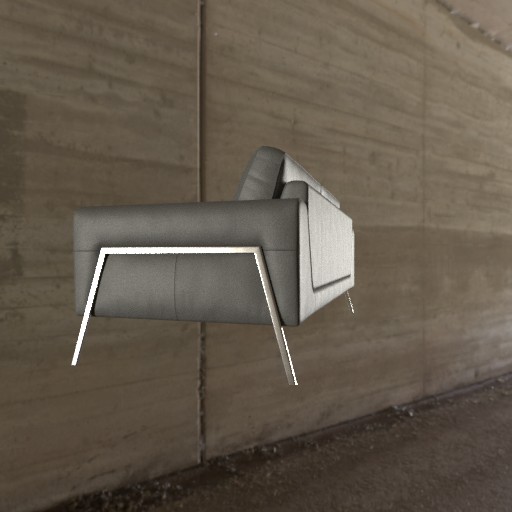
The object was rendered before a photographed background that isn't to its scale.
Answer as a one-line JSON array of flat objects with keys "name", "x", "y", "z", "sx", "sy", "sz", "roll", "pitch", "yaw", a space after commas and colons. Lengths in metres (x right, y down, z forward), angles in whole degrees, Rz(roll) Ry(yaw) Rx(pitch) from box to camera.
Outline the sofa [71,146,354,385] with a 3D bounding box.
[{"name": "sofa", "x": 0.000, "y": 0.000, "z": 2.602, "sx": 0.953, "sy": 0.875, "sz": 2.017, "roll": 0, "pitch": 0, "yaw": 18}]
